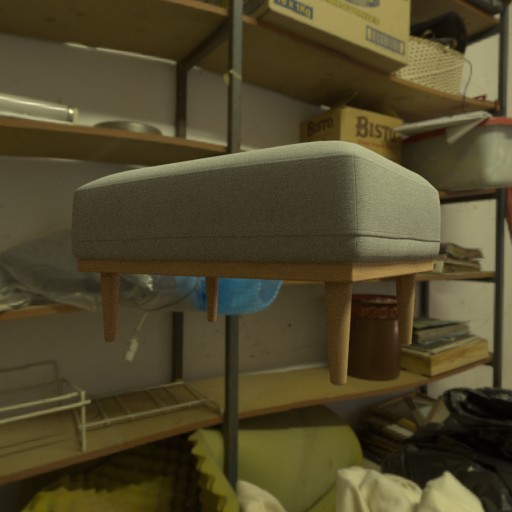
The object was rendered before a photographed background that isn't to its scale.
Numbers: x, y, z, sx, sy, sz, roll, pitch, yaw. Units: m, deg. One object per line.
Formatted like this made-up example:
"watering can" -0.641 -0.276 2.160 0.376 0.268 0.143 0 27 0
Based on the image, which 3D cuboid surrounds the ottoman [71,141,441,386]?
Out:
"ottoman" 0.000 0.000 1.080 0.749 0.428 0.549 0 1 35
